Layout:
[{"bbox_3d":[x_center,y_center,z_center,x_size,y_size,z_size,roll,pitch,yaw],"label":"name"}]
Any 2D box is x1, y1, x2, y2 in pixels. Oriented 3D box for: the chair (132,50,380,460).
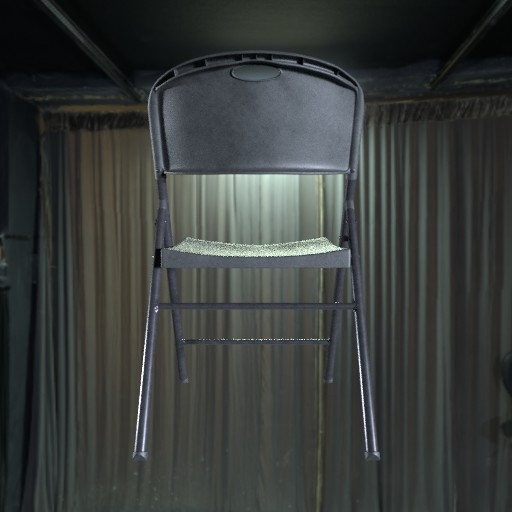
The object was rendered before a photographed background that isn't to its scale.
[{"bbox_3d":[0.000,0.000,1.141,0.494,0.810,0.566,0,0,0],"label":"chair"}]
